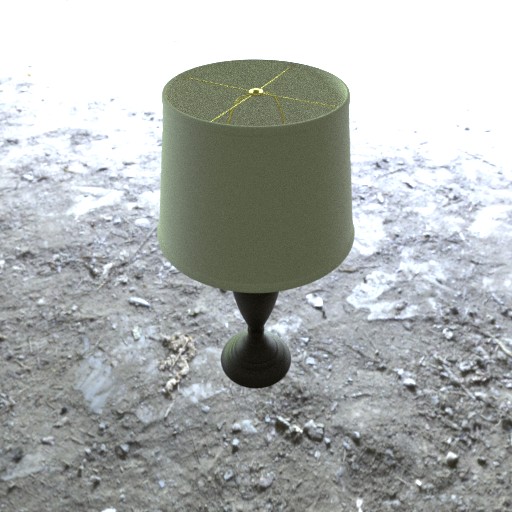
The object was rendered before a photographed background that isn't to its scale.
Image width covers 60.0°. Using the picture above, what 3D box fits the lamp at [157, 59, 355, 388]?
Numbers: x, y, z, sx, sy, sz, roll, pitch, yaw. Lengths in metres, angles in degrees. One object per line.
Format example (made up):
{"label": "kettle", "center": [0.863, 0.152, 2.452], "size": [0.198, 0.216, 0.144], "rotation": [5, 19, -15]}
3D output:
{"label": "lamp", "center": [0.000, 0.000, 0.810], "size": [0.335, 0.611, 0.335], "rotation": [0, 41, 0]}
